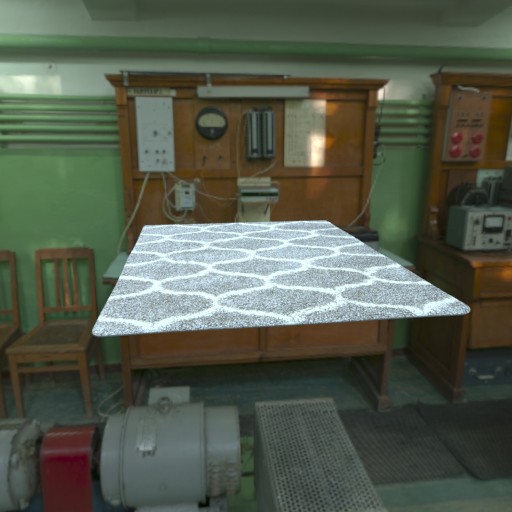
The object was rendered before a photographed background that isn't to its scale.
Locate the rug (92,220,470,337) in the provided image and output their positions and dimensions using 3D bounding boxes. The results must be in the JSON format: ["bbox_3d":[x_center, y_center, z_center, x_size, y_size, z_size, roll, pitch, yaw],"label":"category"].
[{"bbox_3d":[0.000,0.000,2.129,1.200,0.025,1.600,-2,15,-8],"label":"rug"}]
